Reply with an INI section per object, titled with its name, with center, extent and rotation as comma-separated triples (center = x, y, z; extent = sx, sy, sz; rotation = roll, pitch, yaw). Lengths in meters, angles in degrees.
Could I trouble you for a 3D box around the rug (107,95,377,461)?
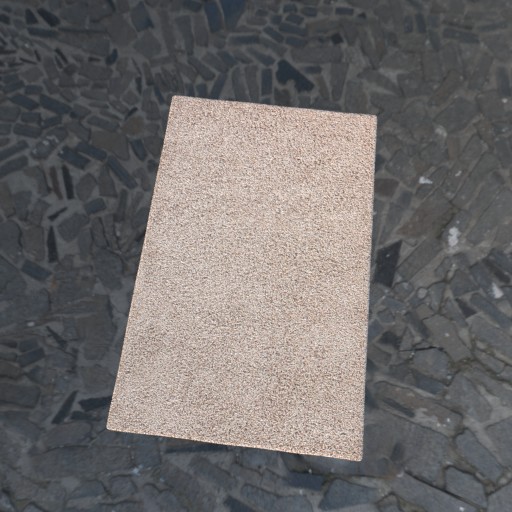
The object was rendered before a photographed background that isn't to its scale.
[rug]
center = 0.000, 0.000, 3.447
extent = 1.778, 0.030, 2.743
rotation = 6, 73, 2
